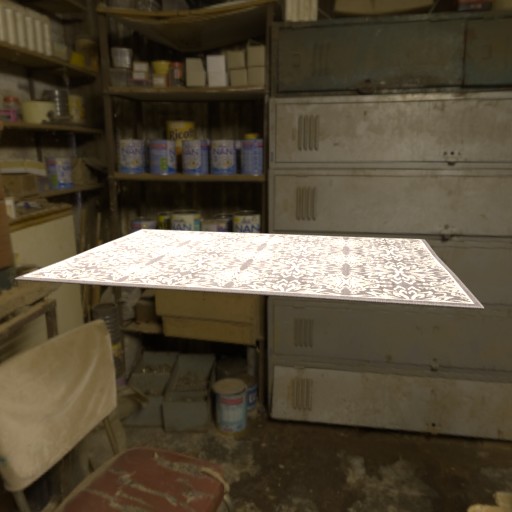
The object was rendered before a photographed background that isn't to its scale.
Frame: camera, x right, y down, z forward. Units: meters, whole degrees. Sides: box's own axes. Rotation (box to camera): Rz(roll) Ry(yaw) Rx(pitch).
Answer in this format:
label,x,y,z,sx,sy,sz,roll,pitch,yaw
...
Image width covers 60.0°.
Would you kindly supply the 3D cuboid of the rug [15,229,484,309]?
label,x,y,z,sx,sy,sz,roll,pitch,yaw
rug,0.000,0.000,2.284,1.847,0.012,1.224,3,14,11
